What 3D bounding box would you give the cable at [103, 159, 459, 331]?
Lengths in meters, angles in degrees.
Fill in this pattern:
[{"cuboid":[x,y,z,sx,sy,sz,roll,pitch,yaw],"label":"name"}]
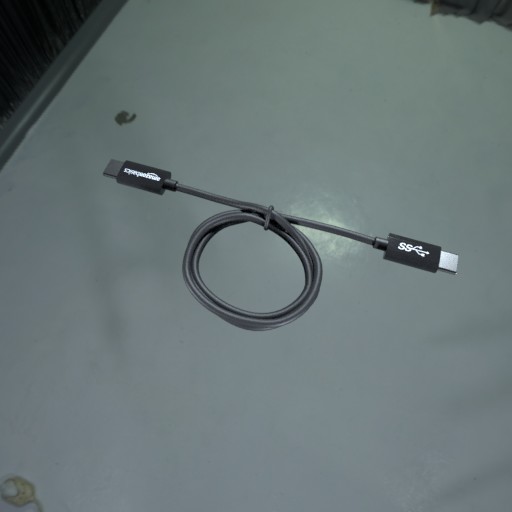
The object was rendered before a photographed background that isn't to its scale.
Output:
[{"cuboid":[0.000,0.000,0.212,0.186,0.014,0.070,16,65,8],"label":"cable"}]
